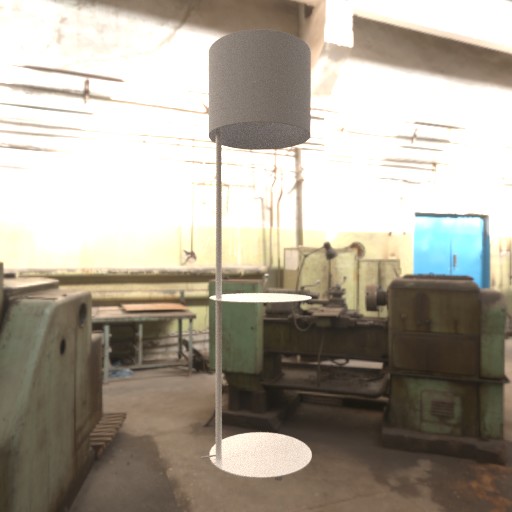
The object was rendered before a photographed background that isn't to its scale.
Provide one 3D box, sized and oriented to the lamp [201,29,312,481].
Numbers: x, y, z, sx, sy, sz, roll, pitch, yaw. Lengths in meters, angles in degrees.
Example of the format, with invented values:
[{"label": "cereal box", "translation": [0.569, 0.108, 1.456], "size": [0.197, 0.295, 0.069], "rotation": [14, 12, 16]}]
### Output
[{"label": "lamp", "translation": [0.000, 0.000, 1.610], "size": [0.405, 1.465, 0.372], "rotation": [0, 0, -19]}]
